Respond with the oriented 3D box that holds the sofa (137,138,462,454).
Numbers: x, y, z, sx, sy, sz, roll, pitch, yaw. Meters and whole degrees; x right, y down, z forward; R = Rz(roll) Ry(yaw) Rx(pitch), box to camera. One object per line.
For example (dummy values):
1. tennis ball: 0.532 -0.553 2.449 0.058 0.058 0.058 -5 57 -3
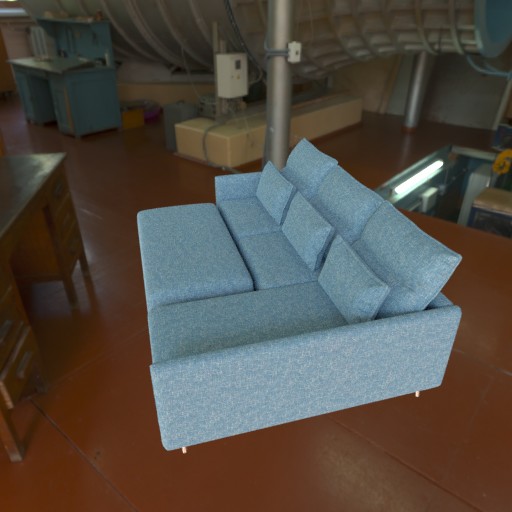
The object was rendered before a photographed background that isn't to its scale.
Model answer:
1. sofa: 0.000 0.000 2.798 1.420 0.899 2.034 -8 32 -13
